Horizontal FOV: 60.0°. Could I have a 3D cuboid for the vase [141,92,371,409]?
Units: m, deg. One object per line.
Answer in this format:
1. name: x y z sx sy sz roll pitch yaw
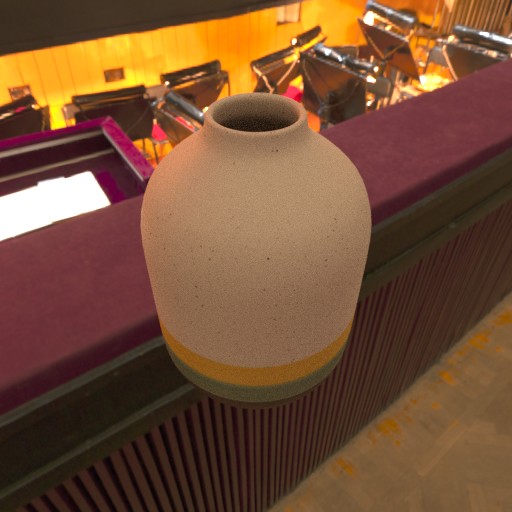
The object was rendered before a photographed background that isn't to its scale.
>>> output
1. vase: 0.000 0.000 0.355 0.169 0.240 0.169 0 41 0
